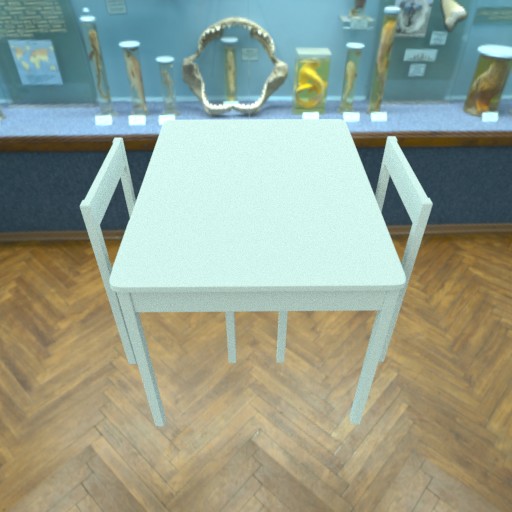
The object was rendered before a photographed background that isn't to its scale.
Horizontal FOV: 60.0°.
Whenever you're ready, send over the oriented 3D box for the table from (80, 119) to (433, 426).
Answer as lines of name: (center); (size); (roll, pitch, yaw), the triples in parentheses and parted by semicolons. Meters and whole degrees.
table: (0.000, 0.000, 1.110); (0.672, 0.503, 0.650); (0, 41, 0)
